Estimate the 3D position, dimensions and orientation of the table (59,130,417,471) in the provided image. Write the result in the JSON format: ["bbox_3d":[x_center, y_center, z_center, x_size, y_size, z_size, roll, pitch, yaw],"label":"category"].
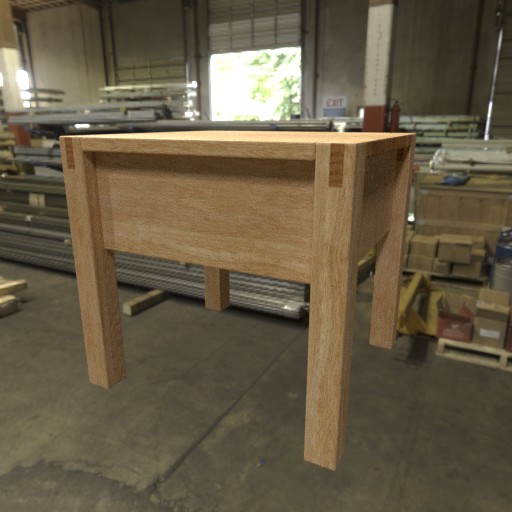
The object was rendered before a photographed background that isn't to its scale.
[{"bbox_3d":[0.000,0.000,0.851,0.480,0.450,0.440,9,19,26],"label":"table"}]
